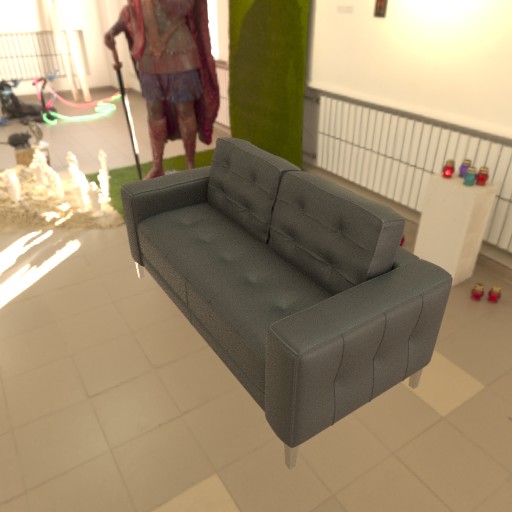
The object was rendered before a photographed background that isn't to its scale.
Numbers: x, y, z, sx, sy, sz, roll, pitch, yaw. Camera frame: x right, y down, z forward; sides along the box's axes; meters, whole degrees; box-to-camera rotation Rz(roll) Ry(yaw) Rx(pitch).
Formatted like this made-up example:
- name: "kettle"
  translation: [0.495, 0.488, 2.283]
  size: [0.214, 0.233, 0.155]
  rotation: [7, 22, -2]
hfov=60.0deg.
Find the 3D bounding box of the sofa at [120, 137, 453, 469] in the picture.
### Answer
- name: "sofa"
  translation: [0.000, 0.000, 2.293]
  size: [0.833, 0.893, 1.726]
  rotation: [-19, 36, -28]
